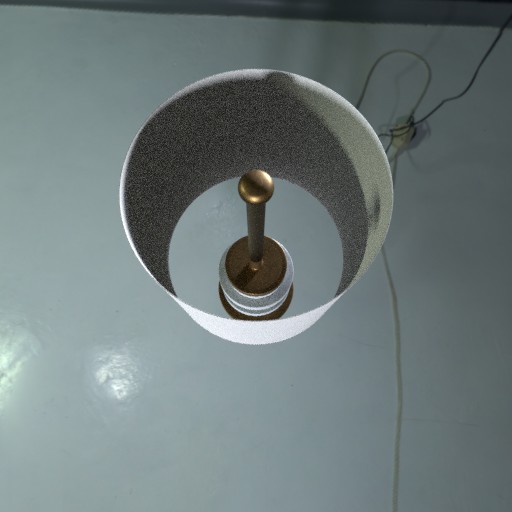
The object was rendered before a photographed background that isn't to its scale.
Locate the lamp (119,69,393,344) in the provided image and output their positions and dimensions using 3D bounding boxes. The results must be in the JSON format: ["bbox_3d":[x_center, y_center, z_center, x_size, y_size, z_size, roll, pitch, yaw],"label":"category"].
[{"bbox_3d":[0.000,0.000,0.532,0.210,0.410,0.210,-1,74,0],"label":"lamp"}]
